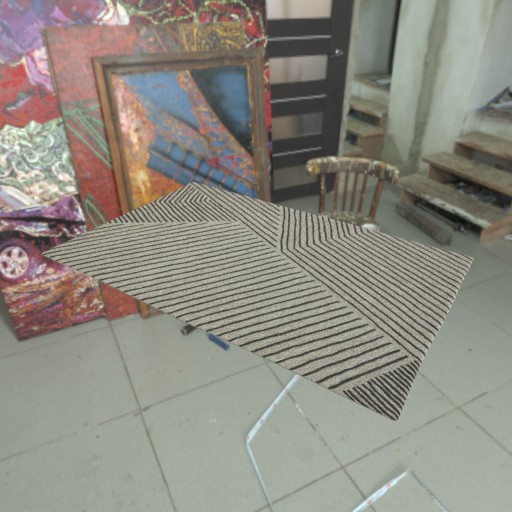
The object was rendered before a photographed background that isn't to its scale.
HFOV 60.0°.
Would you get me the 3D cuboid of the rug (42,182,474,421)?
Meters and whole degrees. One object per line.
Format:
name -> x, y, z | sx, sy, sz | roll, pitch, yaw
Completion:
rug -> 0.000, 0.000, 2.918 | 2.406, 0.023, 1.539 | 19, 36, 28
